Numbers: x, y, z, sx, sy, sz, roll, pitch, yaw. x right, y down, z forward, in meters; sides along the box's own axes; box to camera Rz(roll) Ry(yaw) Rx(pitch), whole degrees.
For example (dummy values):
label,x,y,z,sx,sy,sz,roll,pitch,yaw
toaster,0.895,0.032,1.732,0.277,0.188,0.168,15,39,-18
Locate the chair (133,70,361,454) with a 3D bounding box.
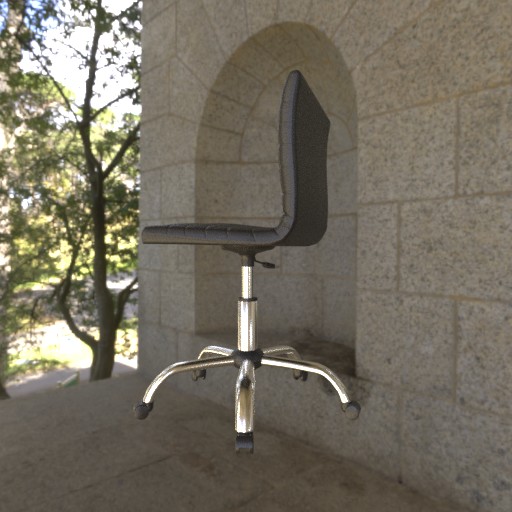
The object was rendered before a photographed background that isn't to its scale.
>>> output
label,x,y,z,sx,sy,sz,roll,pitch,yaw
chair,0.000,0.000,1.142,0.530,0.780,0.556,0,1,19
